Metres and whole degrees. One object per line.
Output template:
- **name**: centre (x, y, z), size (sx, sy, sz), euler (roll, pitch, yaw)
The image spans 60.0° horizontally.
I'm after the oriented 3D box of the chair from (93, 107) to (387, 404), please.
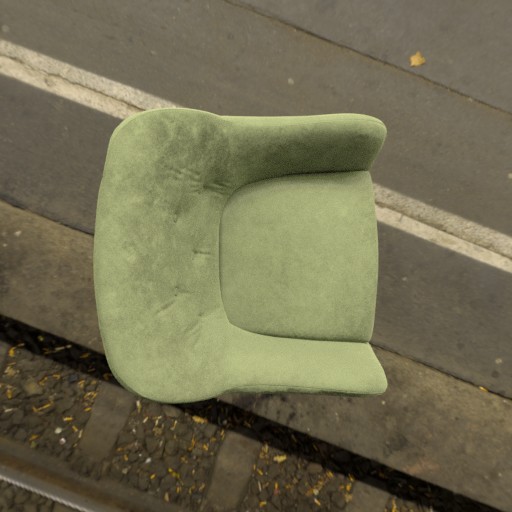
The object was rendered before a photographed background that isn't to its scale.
- **chair**: centre (0.000, 0.000, 1.490), size (0.819, 0.804, 0.840), euler (0, 89, 0)
